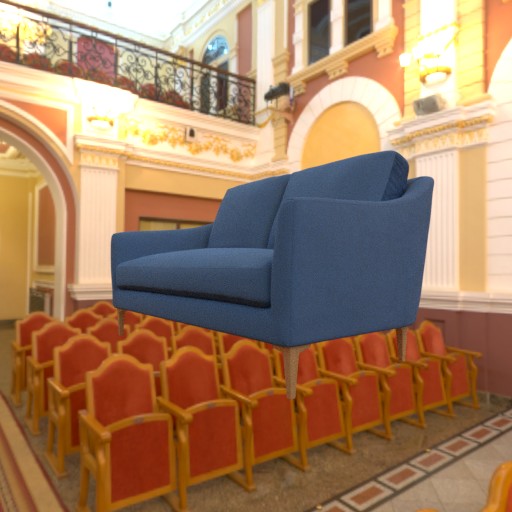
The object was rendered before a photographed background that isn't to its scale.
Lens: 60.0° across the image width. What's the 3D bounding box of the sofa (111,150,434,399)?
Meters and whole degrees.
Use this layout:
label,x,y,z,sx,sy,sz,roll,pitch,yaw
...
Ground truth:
label,x,y,z,sx,sy,sz,roll,pitch,yaw
sofa,0.000,0.000,2.215,0.960,0.902,1.619,1,-1,-36
